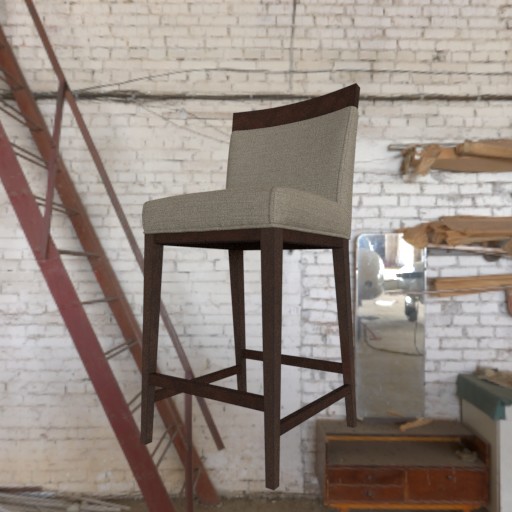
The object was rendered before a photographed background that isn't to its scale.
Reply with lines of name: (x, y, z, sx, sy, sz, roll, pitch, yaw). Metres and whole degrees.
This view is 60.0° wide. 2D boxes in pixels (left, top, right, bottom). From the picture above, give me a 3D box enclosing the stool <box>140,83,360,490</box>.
stool: (0.000, 0.000, 1.402, 0.511, 1.117, 0.531, 0, -1, 35)
